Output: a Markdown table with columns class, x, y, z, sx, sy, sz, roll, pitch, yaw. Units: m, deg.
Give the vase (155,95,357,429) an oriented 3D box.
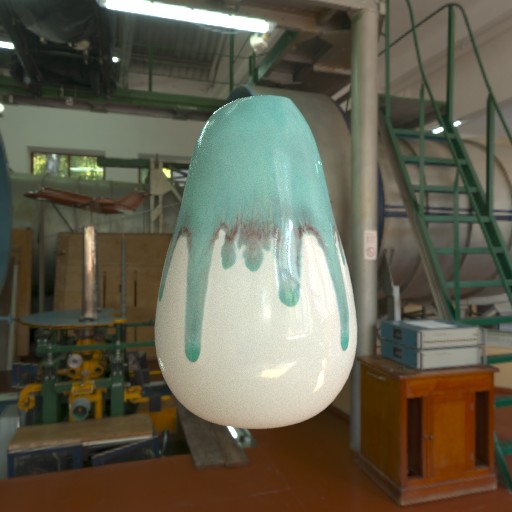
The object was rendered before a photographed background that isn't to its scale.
| class | x | y | z | sx | sy | sz | roll | pitch | yaw |
| --- | --- | --- | --- | --- | --- | --- | --- | --- | --- |
| vase | 0.000 | 0.000 | 0.260 | 0.116 | 0.179 | 0.116 | 0 | 0 | 0 |
